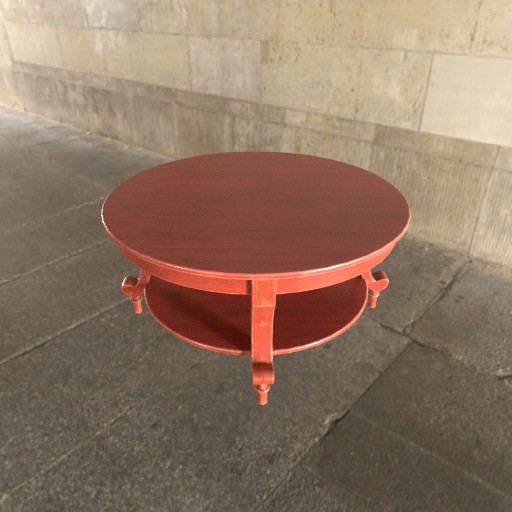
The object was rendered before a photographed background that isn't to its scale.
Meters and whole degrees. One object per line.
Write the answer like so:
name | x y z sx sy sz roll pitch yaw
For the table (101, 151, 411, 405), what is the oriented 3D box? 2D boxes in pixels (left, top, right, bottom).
table | 0.000 0.000 1.652 1.029 0.486 1.029 0 30 0
